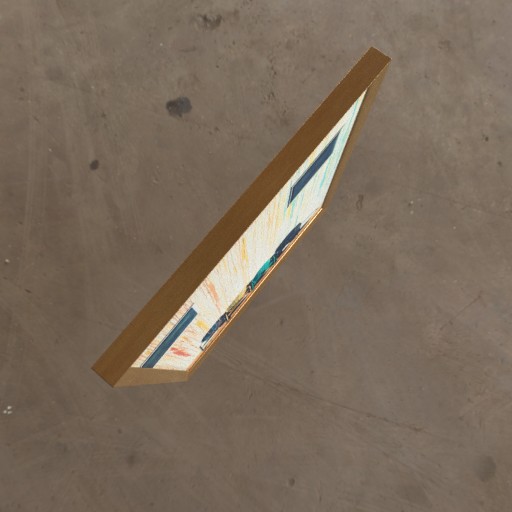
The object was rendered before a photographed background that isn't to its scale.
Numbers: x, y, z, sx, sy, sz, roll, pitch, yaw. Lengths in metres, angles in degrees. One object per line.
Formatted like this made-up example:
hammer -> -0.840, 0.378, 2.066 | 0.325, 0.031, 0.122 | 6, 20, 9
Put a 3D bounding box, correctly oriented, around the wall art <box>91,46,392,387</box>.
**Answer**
wall art -> 0.000, 0.000, 0.448 | 0.019, 0.302, 0.302 | 38, 78, 9
